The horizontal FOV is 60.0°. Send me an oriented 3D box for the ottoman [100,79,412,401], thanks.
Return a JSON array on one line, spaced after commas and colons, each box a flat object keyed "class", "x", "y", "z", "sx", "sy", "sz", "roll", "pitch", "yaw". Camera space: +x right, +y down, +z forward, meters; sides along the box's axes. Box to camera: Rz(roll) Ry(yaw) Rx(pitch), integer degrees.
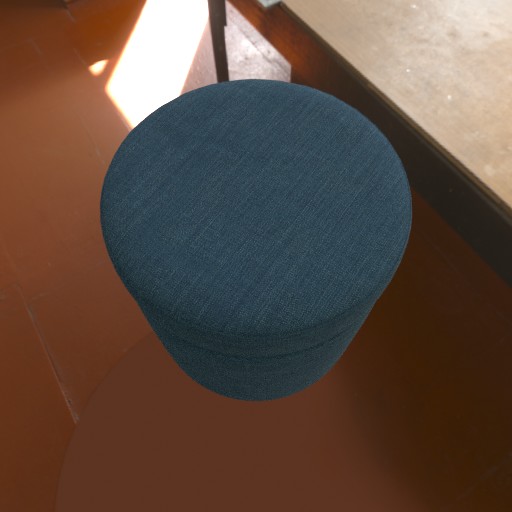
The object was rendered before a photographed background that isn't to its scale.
[{"class": "ottoman", "x": 0.000, "y": 0.000, "z": 0.724, "sx": 0.398, "sy": 0.406, "sz": 0.398, "roll": 0, "pitch": 63, "yaw": 0}]
